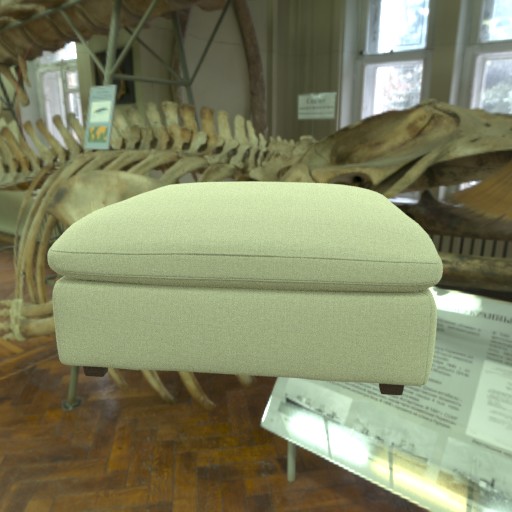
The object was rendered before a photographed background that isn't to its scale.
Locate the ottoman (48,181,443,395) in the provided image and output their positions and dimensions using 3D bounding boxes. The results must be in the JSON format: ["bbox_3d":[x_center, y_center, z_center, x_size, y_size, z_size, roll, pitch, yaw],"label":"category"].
[{"bbox_3d":[0.000,0.000,1.519,0.996,0.467,0.977,2,16,6],"label":"ottoman"}]
